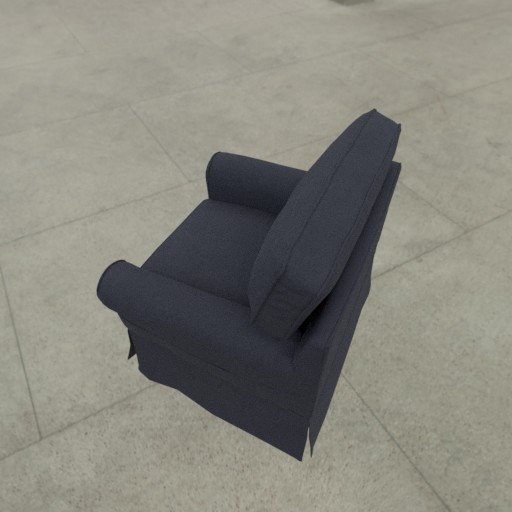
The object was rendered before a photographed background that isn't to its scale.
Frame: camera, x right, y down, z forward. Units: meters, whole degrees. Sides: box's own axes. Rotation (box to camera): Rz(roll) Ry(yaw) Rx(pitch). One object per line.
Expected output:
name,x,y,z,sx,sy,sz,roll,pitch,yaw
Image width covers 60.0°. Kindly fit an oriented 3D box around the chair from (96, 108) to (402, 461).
chair,0.000,0.000,1.993,1.002,1.140,1.119,18,48,17
